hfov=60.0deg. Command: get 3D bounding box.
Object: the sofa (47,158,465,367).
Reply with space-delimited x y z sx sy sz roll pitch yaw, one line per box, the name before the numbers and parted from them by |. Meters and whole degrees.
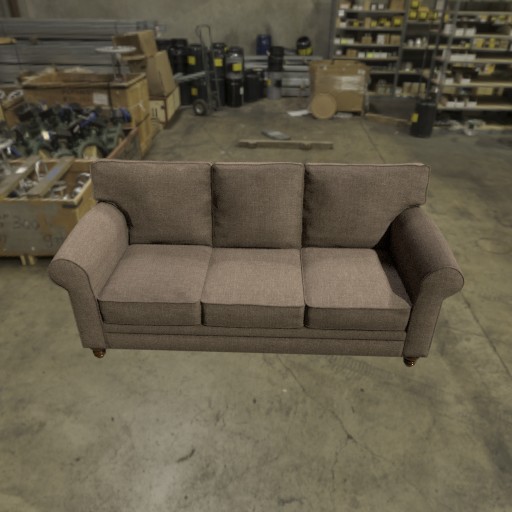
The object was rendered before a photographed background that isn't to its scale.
sofa | 0.000 0.000 2.617 2.084 0.961 0.916 1 31 2
